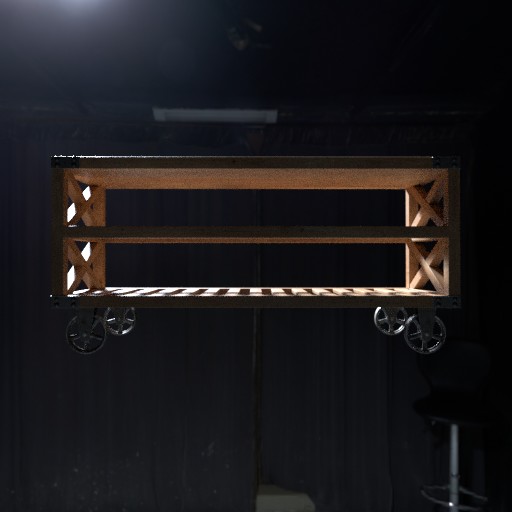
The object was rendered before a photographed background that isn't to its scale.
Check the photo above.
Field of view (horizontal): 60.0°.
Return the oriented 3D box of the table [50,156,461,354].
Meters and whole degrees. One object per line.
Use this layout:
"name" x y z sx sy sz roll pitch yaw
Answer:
"table" 0.000 0.000 1.818 1.487 0.711 0.467 0 -1 0
